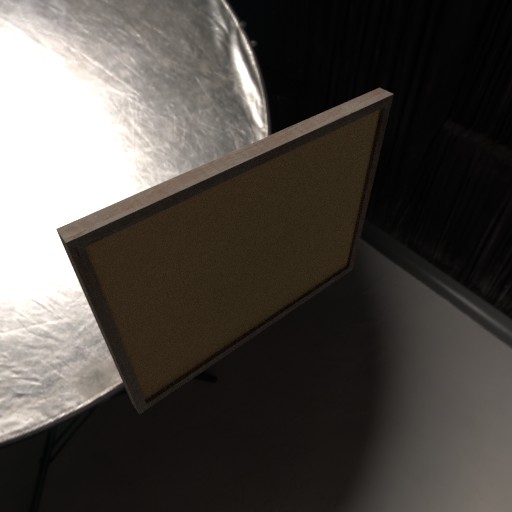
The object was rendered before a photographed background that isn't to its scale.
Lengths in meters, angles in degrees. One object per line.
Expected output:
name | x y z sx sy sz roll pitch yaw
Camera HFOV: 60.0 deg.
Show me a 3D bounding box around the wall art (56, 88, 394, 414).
wall art | 0.000 0.000 1.815 1.320 1.009 0.070 -30 53 -26
